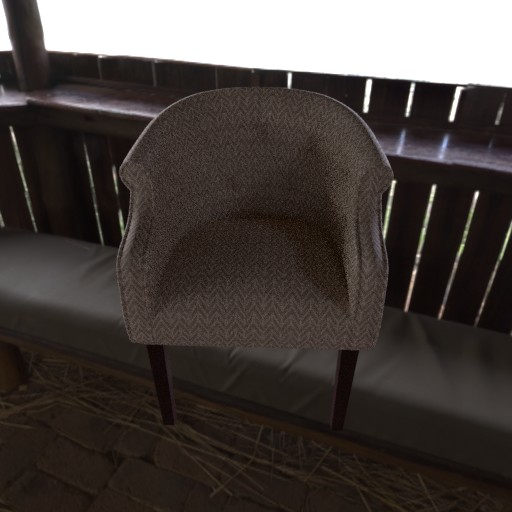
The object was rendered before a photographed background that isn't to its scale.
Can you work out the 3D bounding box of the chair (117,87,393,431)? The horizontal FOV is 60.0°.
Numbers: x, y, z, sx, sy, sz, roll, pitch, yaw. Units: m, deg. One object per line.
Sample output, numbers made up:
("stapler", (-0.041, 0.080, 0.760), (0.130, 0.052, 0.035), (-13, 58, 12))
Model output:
("chair", (0.000, 0.000, 1.303), (0.686, 0.858, 0.613), (1, 30, 2))
